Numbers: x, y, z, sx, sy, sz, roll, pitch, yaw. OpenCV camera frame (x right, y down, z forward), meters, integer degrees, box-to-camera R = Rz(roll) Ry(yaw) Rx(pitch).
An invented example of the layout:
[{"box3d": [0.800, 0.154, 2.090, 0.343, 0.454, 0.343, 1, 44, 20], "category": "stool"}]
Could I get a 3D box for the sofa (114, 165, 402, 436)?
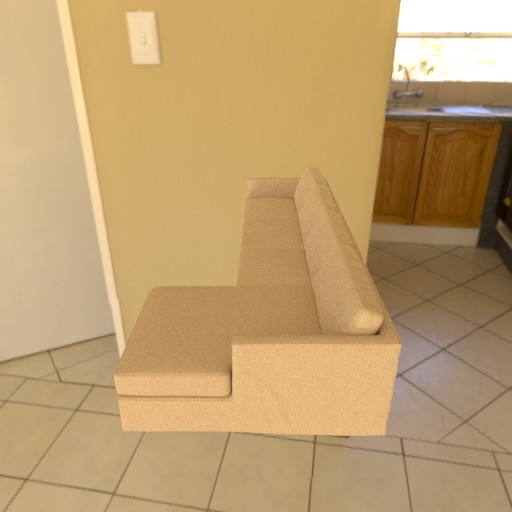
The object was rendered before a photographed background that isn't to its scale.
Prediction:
[{"box3d": [0.000, 0.000, 3.913, 1.622, 0.867, 3.177, 0, 26, 0], "category": "sofa"}]
